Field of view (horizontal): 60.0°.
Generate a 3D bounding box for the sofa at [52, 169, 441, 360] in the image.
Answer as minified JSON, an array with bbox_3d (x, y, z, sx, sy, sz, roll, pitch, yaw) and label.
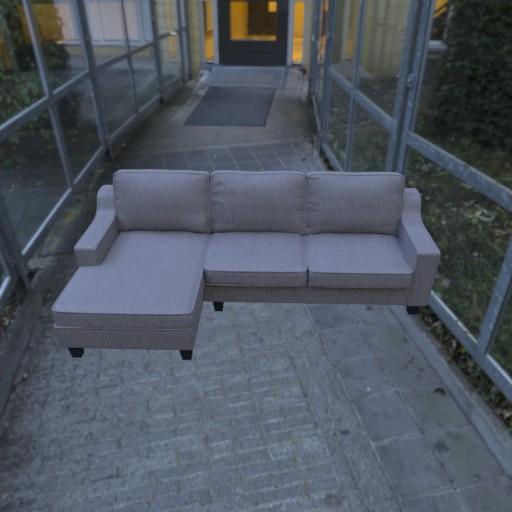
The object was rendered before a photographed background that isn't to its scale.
[{"bbox_3d":[0.000,0.000,3.240,2.561,0.928,1.294,1,32,1],"label":"sofa"}]
